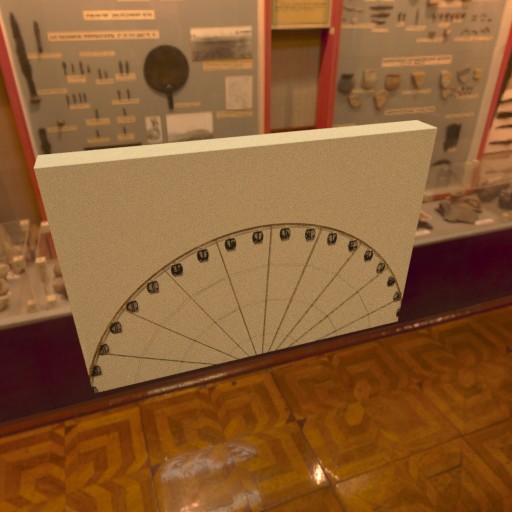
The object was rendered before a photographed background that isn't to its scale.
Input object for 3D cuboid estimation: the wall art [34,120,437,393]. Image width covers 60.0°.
[{"bbox_3d":[0.000,0.000,0.483,0.384,0.254,0.039,-10,32,-16],"label":"wall art"}]
